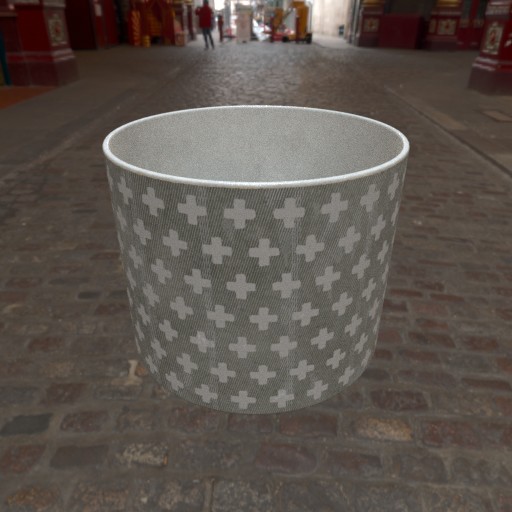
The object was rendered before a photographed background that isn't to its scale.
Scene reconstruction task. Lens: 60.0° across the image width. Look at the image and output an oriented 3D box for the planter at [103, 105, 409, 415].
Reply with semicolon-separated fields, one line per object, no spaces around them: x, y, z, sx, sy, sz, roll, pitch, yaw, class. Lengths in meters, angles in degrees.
0.000;0.000;0.434;0.250;0.239;0.250;0;29;0;planter
